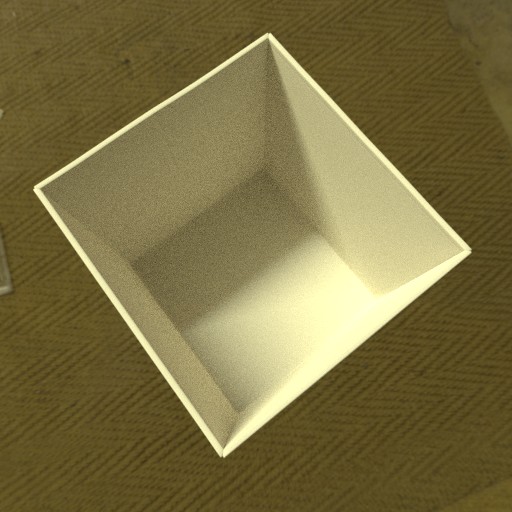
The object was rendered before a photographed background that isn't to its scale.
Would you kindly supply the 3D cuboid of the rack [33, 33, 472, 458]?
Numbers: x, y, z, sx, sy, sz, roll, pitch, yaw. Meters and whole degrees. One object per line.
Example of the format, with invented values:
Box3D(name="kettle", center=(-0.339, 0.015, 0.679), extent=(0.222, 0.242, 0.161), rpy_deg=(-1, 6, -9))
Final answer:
Box3D(name="rack", center=(0.000, 0.000, 0.498), extent=(0.270, 0.280, 0.270), rpy_deg=(-37, 79, -9))
